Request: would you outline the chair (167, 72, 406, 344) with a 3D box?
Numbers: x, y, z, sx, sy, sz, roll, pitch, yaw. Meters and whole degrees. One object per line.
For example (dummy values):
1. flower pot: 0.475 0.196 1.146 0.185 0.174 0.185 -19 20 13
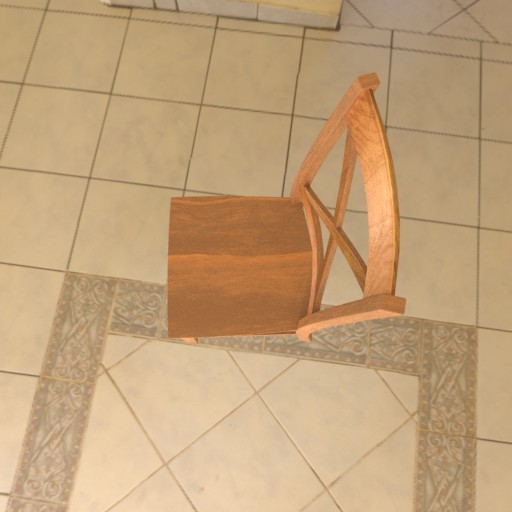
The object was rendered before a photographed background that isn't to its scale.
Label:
1. chair: 0.000 0.000 1.296 0.542 0.983 0.485 -2 75 0
